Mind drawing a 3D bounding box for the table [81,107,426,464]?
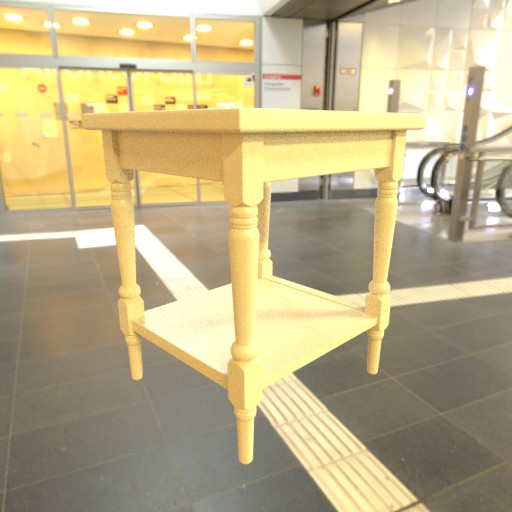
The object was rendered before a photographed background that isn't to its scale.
[{"bbox_3d":[0.000,0.000,0.923,0.488,0.565,0.442,-16,23,-42],"label":"table"}]
